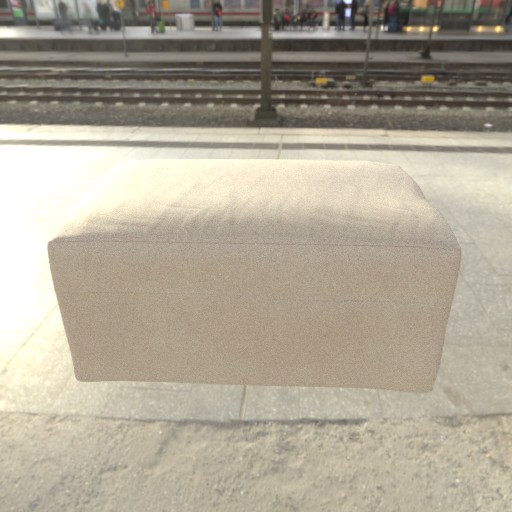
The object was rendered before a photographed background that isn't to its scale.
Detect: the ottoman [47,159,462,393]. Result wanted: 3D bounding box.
[{"bbox_3d":[0.000,0.000,1.196,0.872,0.444,0.590,1,29,2],"label":"ottoman"}]
